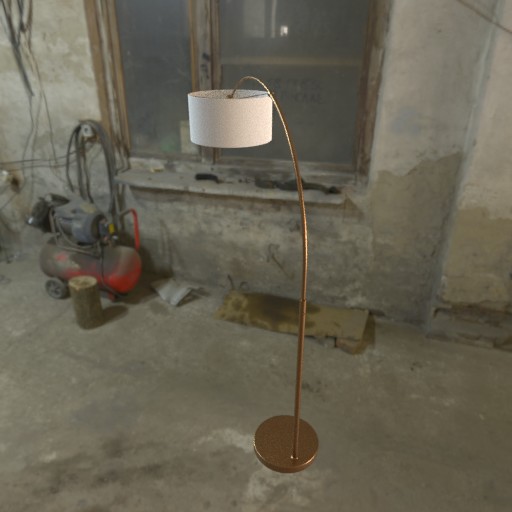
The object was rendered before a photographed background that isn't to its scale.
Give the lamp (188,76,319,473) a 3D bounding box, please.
[{"bbox_3d":[0.000,0.000,2.572,0.493,1.927,1.434,-8,27,-17],"label":"lamp"}]
